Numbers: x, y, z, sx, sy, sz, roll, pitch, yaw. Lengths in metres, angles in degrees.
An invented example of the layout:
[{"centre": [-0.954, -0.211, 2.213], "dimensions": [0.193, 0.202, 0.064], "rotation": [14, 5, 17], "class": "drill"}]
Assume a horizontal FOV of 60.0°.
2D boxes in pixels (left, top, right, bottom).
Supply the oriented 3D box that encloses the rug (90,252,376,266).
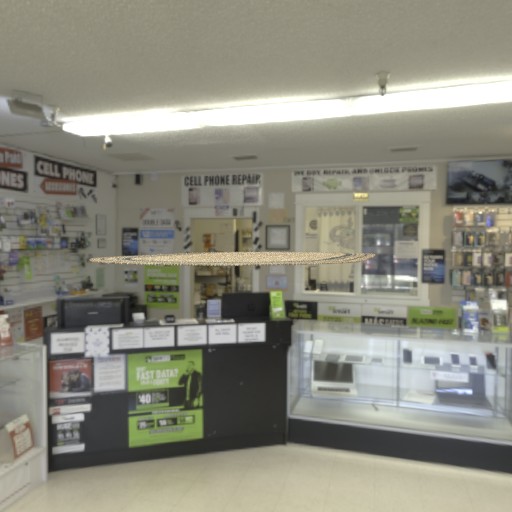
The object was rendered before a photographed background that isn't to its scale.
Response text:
[{"centre": [0.000, 0.000, 2.963], "dimensions": [1.520, 0.006, 2.432], "rotation": [1, 2, 18], "class": "rug"}]
